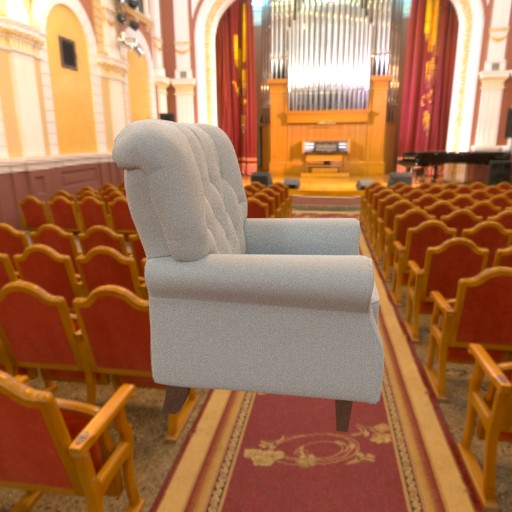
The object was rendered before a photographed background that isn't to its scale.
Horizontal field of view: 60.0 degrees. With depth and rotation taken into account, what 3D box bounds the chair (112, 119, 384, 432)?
[{"bbox_3d":[0.000,0.000,2.071,1.128,1.217,1.090,2,15,9],"label":"chair"}]
